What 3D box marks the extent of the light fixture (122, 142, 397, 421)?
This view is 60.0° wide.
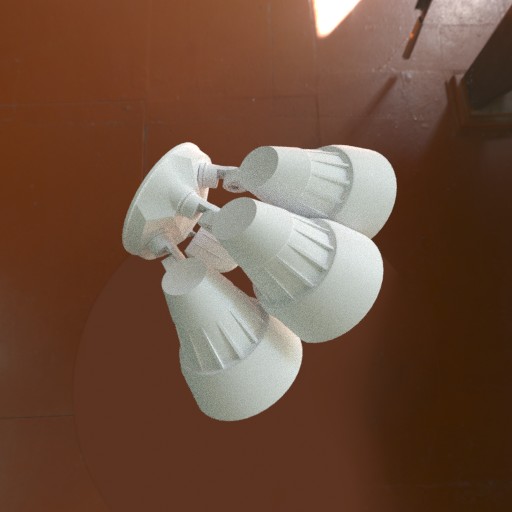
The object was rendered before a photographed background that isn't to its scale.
[{"bbox_3d":[0.000,0.000,0.552,0.278,0.237,0.369,31,77,8],"label":"light fixture"}]
